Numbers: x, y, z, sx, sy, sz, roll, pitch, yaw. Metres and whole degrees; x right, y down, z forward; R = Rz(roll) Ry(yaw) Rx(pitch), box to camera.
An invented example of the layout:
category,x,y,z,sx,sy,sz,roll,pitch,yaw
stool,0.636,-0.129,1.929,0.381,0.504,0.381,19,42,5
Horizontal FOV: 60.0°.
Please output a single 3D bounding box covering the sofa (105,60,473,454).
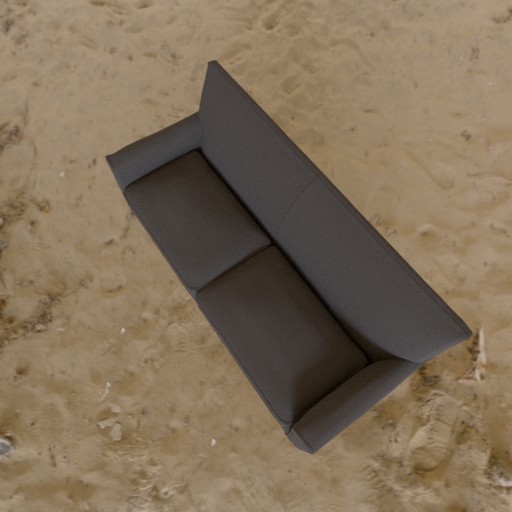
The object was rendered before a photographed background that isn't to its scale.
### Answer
category,x,y,z,sx,sy,sz,roll,pitch,yaw
sofa,0.000,0.000,2.499,0.843,0.907,2.002,-33,69,-15
